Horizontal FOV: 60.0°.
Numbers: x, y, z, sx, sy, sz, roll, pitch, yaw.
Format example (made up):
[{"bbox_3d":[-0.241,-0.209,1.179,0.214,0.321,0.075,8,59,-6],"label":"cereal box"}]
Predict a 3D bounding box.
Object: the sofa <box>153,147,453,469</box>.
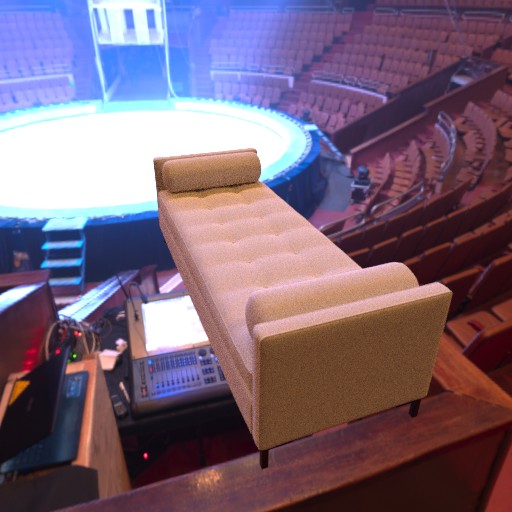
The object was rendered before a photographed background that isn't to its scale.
[{"bbox_3d":[0.000,0.000,2.367,0.746,0.641,1.985,-10,31,-18],"label":"sofa"}]
